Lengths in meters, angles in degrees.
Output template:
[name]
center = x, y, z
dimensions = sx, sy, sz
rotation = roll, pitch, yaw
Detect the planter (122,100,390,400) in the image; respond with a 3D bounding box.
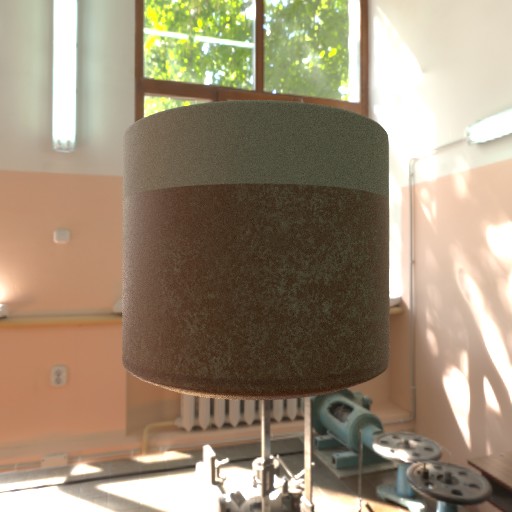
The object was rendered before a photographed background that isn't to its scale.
[planter]
center = 0.000, 0.000, 0.275
dimensions = 0.159, 0.138, 0.159
rotation = 0, -1, 0
